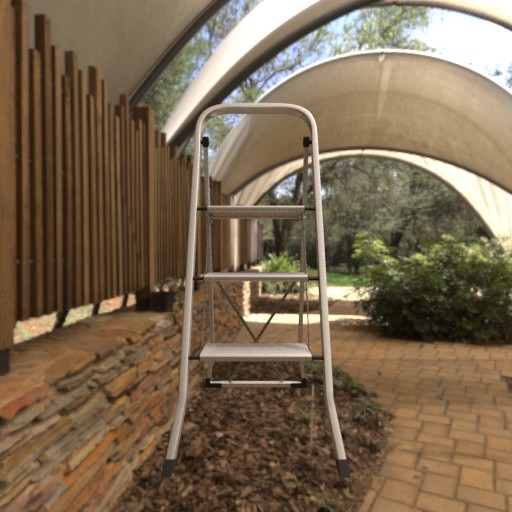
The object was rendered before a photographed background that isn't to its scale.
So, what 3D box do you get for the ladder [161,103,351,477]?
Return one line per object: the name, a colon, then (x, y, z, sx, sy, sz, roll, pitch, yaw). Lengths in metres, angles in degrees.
ladder: (0.000, 0.000, 1.424, 0.465, 1.070, 0.704, 0, 1, 0)
